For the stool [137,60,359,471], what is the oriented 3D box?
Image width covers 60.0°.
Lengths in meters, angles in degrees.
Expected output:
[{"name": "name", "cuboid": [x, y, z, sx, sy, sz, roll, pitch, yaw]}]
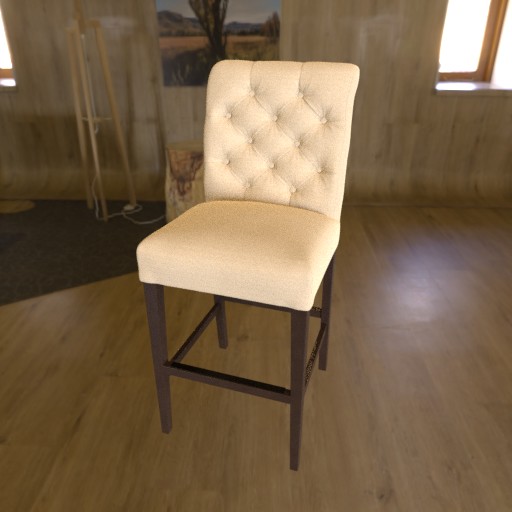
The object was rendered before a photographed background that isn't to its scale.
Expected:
[{"name": "stool", "cuboid": [0.000, 0.000, 1.408, 0.482, 1.118, 0.610, 8, 27, 17]}]
